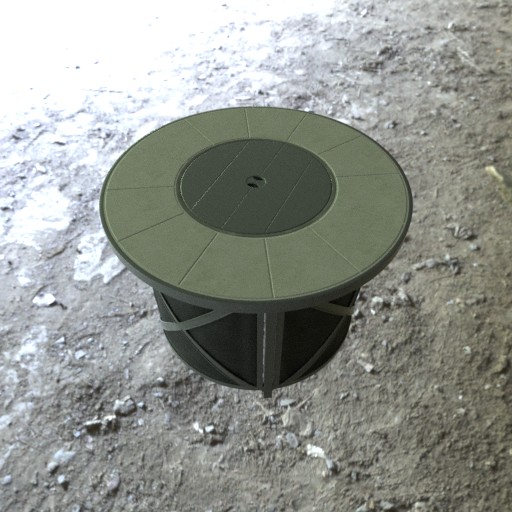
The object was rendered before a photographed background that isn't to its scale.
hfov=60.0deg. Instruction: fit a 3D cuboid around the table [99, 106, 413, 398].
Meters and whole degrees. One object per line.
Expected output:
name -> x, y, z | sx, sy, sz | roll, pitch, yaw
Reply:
table -> 0.000, 0.000, 1.564 | 0.914, 0.650, 0.914 | 0, 47, 0
